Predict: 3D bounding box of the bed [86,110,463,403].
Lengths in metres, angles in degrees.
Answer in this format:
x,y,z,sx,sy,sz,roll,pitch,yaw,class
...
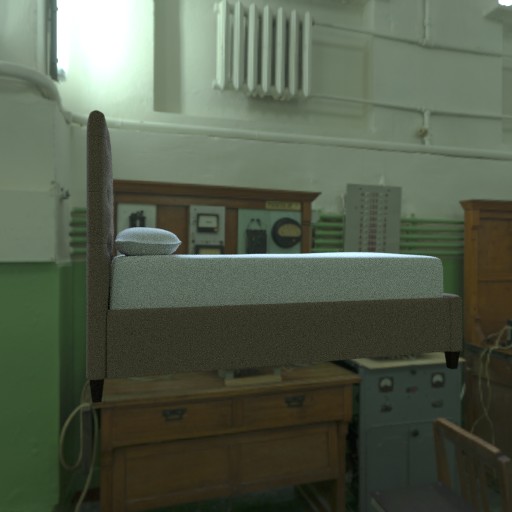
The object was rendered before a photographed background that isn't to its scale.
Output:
x,y,z,sx,sy,sz,roll,pitch,yaw,class
0.000,0.000,3.260,2.233,1.426,1.696,0,0,-17,bed
